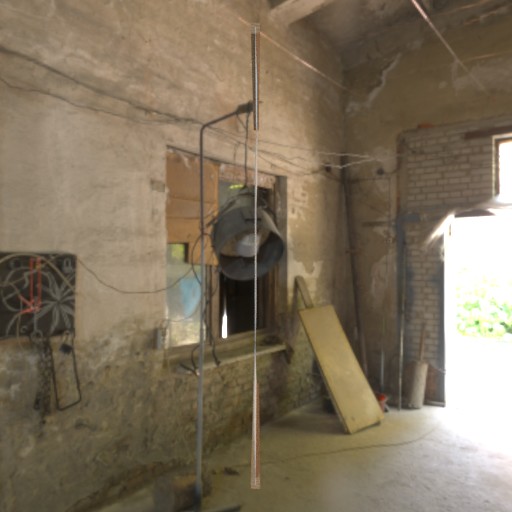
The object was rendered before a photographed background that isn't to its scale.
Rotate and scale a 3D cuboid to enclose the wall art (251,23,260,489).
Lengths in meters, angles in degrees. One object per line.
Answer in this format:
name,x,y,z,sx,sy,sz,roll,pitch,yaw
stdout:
wall art,0.000,0.000,1.336,0.020,1.016,0.739,0,0,0
